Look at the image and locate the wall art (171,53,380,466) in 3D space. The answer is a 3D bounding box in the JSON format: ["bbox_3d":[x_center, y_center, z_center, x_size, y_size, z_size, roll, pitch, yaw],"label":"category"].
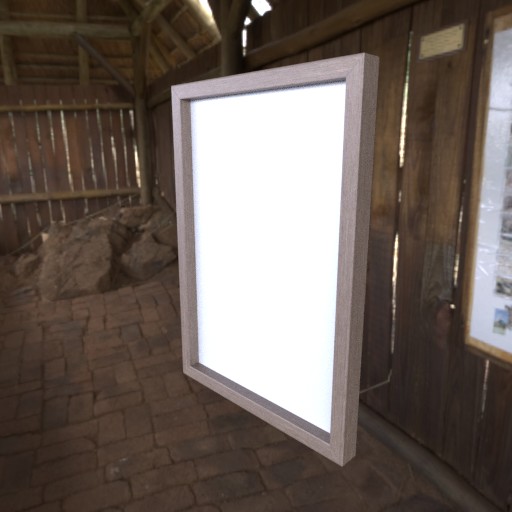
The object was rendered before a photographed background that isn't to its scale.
[{"bbox_3d":[0.000,0.000,0.664,0.032,0.510,0.358,-13,19,-43],"label":"wall art"}]
